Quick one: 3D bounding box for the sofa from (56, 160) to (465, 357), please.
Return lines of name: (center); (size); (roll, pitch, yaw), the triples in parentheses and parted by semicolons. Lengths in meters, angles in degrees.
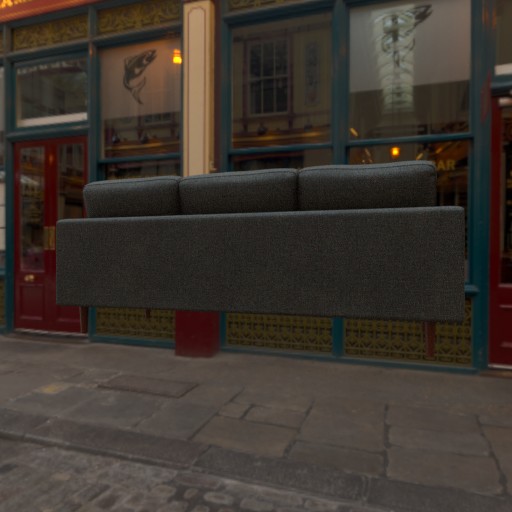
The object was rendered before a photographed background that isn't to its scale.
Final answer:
sofa: (0.000, 0.000, 2.700); (2.246, 0.930, 0.903); (0, 0, 19)
